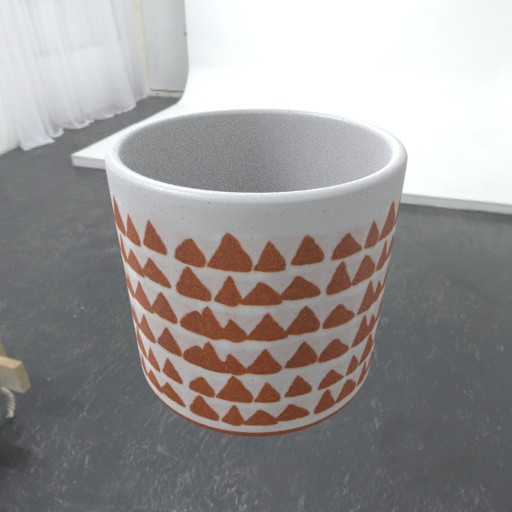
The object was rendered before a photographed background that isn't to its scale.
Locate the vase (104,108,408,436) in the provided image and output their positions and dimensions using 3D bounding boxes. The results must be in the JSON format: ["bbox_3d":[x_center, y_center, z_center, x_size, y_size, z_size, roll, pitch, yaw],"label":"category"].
[{"bbox_3d":[0.000,0.000,0.239,0.137,0.127,0.137,0,31,0],"label":"vase"}]
